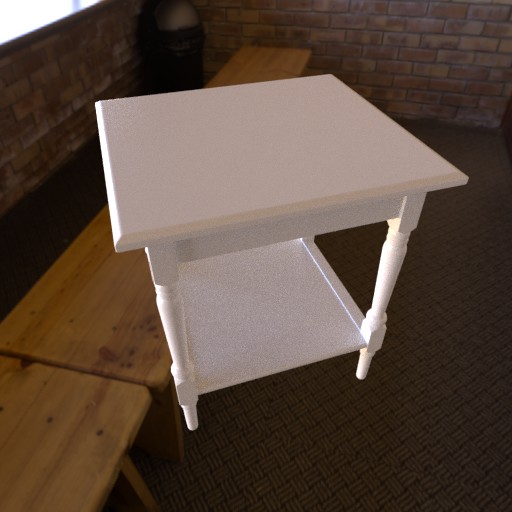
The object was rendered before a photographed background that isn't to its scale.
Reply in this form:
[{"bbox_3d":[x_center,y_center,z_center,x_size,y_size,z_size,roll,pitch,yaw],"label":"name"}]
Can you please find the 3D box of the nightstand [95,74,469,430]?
[{"bbox_3d":[0.000,0.000,0.930,0.505,0.555,0.459,-12,42,-14],"label":"nightstand"}]
